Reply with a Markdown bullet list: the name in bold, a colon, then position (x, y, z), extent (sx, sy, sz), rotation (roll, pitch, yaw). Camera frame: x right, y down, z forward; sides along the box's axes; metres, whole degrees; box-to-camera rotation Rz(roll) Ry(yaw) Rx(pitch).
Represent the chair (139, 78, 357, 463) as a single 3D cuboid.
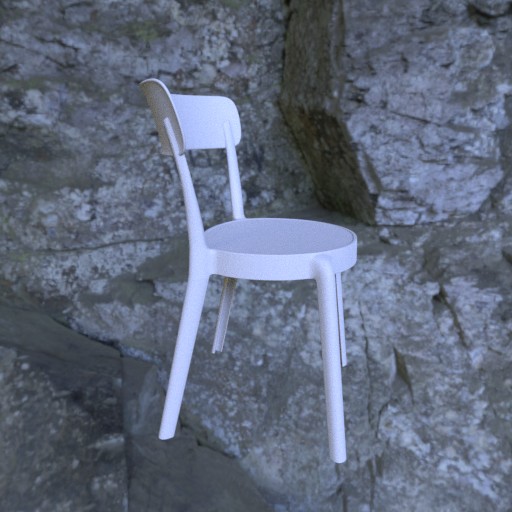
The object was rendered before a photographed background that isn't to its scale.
- **chair**: position (0.000, 0.000, 1.112), extent (0.491, 0.790, 0.506), rotation (3, 16, 11)
